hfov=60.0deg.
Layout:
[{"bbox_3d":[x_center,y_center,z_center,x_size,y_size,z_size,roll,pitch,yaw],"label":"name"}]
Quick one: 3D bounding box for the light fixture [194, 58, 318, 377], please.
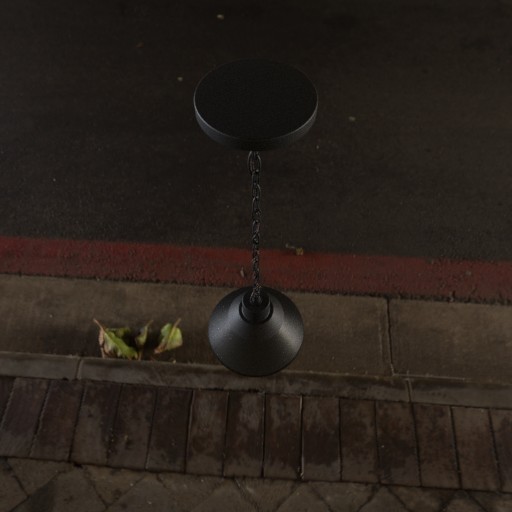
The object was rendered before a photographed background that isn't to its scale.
[{"bbox_3d":[0.000,0.000,0.678,0.201,0.588,0.201,32,63,18],"label":"light fixture"}]
